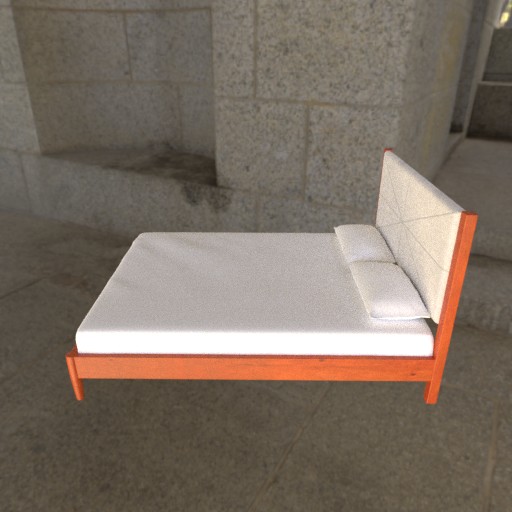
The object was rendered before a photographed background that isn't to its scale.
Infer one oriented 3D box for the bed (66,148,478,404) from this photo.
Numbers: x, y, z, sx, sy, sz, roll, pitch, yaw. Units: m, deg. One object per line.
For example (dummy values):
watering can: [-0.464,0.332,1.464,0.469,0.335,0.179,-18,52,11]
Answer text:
bed: [0.000,0.000,3.048,2.117,1.165,1.566,0,25,1]
